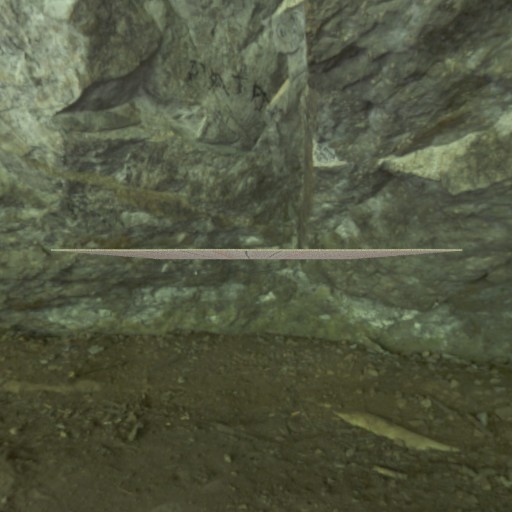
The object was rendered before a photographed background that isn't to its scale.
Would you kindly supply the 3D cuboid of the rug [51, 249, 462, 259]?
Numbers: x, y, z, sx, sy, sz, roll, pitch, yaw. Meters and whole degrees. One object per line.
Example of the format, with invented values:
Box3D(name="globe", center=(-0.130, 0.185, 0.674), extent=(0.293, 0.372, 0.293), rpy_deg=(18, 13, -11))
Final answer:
Box3D(name="rug", center=(0.000, 0.000, 4.149), extent=(2.444, 0.012, 3.048), rpy_deg=(0, -1, 0))
